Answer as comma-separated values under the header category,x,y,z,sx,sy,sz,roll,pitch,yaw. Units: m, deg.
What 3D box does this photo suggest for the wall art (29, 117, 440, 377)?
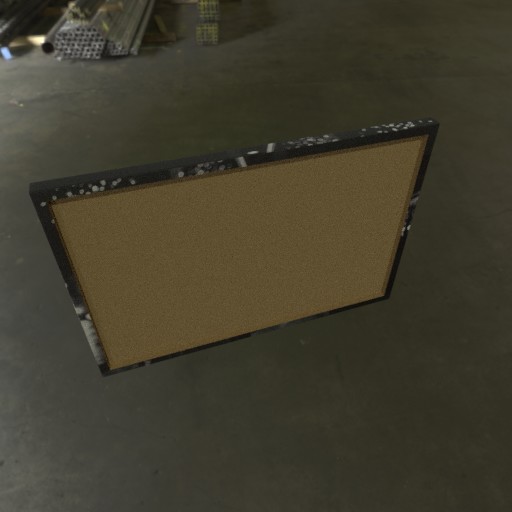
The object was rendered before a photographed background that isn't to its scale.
category,x,y,z,sx,sy,sz,roll,pitch,yaw
wall art,0.000,0.000,1.155,0.914,0.609,0.038,-13,43,-14
